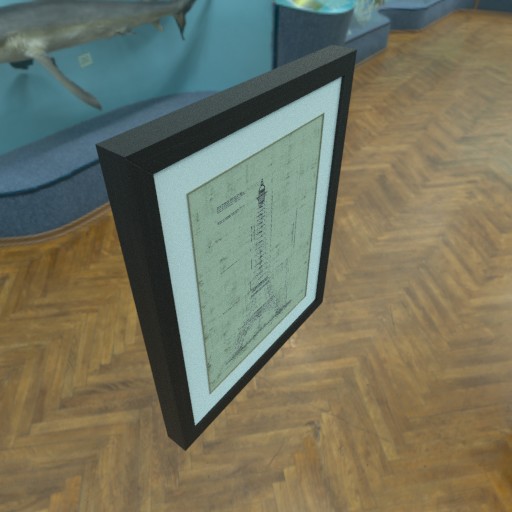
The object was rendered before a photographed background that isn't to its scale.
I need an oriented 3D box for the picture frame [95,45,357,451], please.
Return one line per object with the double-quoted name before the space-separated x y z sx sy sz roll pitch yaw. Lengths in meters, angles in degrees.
"picture frame" 0.000 0.000 0.735 0.044 0.555 0.452 26 46 28
